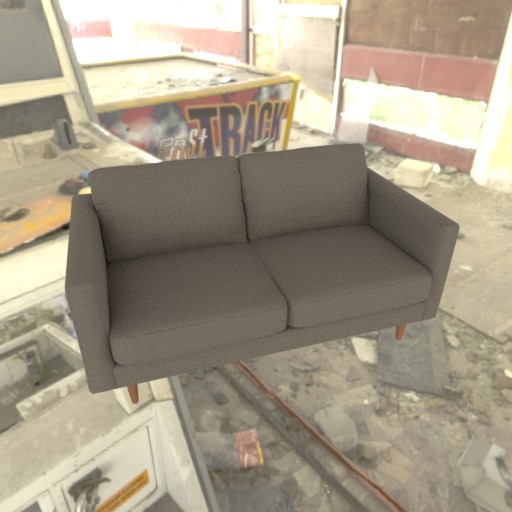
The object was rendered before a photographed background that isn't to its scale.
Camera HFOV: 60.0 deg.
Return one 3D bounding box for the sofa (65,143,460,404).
[{"bbox_3d":[0.000,0.000,2.248,1.713,0.866,0.940,-9,32,-15],"label":"sofa"}]
